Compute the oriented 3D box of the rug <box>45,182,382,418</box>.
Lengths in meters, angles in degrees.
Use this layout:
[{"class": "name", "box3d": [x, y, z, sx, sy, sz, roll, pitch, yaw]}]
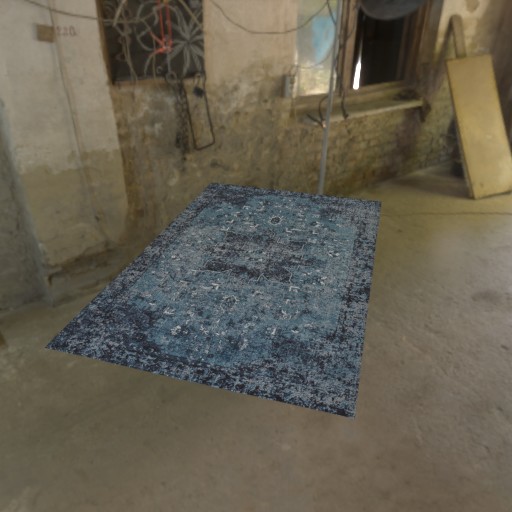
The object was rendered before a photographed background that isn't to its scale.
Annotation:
[{"class": "rug", "box3d": [0.000, 0.000, 2.365, 1.219, 0.005, 1.828, 9, 32, 14]}]
